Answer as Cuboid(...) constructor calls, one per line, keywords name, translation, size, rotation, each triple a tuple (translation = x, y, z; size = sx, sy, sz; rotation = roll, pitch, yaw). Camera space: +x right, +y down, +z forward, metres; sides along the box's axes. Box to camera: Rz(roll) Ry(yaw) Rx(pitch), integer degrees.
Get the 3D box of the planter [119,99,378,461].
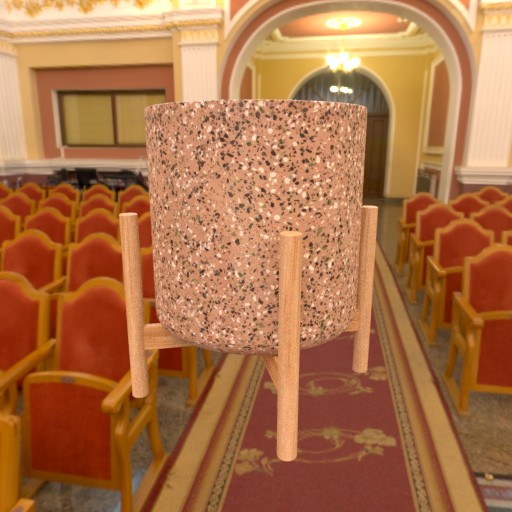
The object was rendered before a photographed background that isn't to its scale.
Cuboid(name="planter", translation=(0.000, 0.000, 0.670), size=(0.360, 0.419, 0.360), rotation=(3, 14, 10))
